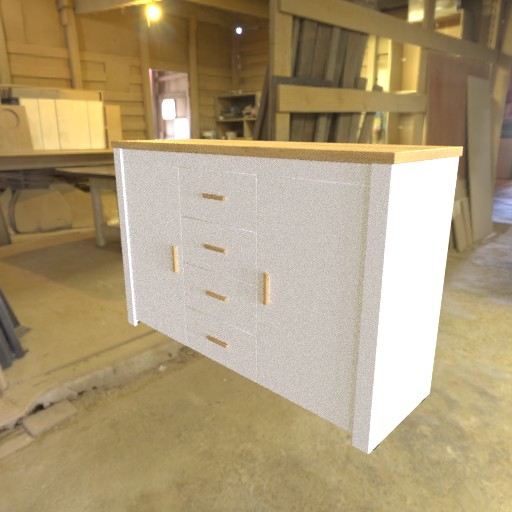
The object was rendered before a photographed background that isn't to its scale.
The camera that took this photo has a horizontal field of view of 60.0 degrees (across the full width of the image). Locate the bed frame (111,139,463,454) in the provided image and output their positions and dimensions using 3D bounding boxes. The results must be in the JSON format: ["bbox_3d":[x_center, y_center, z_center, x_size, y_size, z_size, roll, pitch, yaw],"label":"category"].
[{"bbox_3d":[0.000,0.000,1.723,1.300,0.850,0.430,15,22,42],"label":"bed frame"}]
